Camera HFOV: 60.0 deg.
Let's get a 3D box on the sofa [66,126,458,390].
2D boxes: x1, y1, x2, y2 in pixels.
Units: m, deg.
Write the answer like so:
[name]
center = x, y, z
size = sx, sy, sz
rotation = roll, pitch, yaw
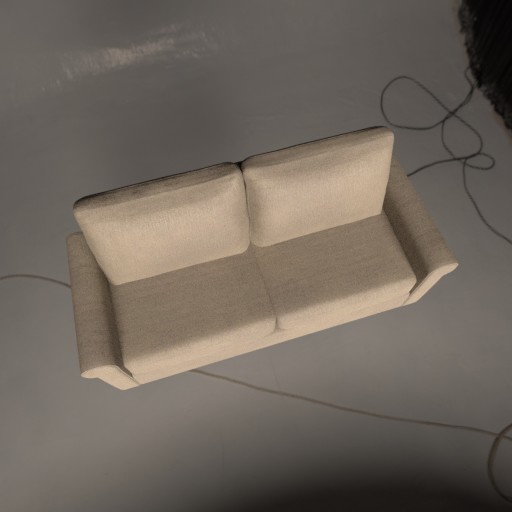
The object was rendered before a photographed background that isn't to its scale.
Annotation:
[sofa]
center = 0.000, 0.000, 2.445
size = 1.935, 0.942, 0.842
rotation = -15, 65, -7
